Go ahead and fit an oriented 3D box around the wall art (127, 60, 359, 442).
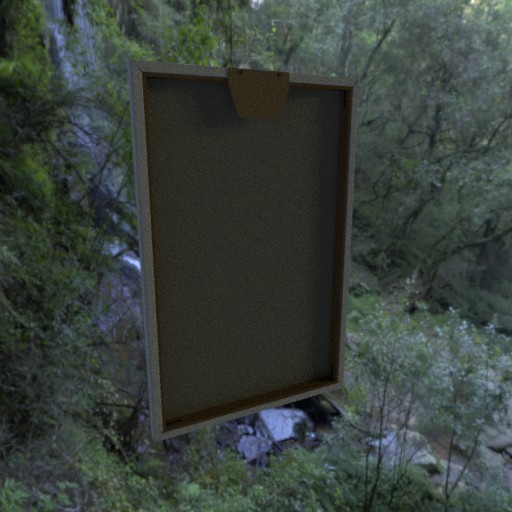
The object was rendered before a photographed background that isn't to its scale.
[{"bbox_3d":[0.000,0.000,1.176,0.602,0.916,0.048,-7,16,-26],"label":"wall art"}]
